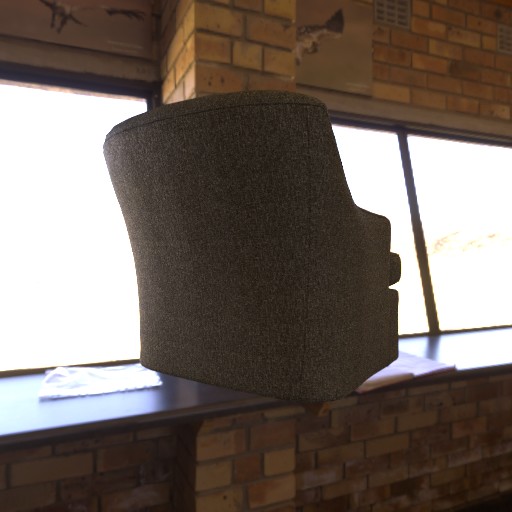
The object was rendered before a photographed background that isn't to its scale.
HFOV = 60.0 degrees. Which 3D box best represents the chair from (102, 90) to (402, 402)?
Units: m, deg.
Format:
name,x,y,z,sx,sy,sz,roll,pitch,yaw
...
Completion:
name,x,y,z,sx,sy,sz,roll,pitch,yaw
chair,0.000,0.000,1.585,0.864,0.856,0.923,0,1,35
